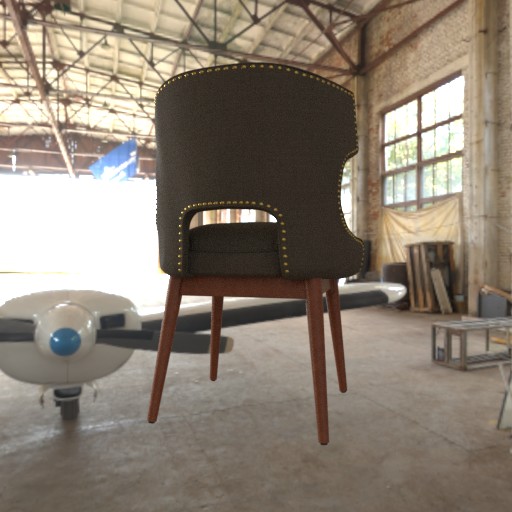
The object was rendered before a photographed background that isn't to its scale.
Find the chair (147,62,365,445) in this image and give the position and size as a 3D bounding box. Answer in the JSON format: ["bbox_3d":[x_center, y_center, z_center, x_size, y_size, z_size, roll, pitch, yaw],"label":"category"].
[{"bbox_3d":[0.000,0.000,1.263,0.595,0.863,0.581,0,0,17],"label":"chair"}]
